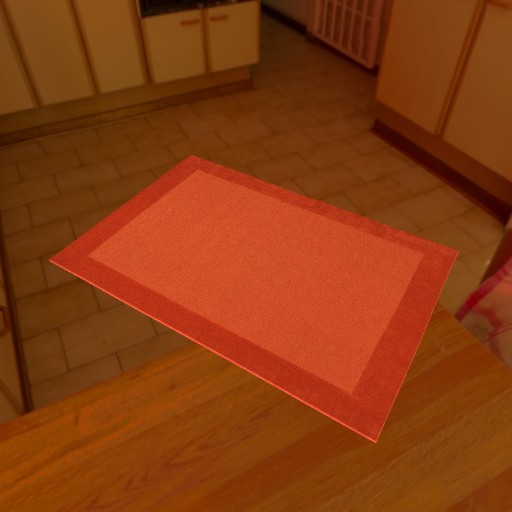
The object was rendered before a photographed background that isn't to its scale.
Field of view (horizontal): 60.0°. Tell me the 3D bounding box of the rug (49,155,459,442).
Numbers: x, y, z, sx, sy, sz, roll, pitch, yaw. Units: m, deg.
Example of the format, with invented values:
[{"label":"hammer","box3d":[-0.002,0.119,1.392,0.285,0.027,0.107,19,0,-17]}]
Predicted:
[{"label":"rug","box3d":[0.000,0.000,2.377,1.829,0.014,1.219,24,49,22]}]
